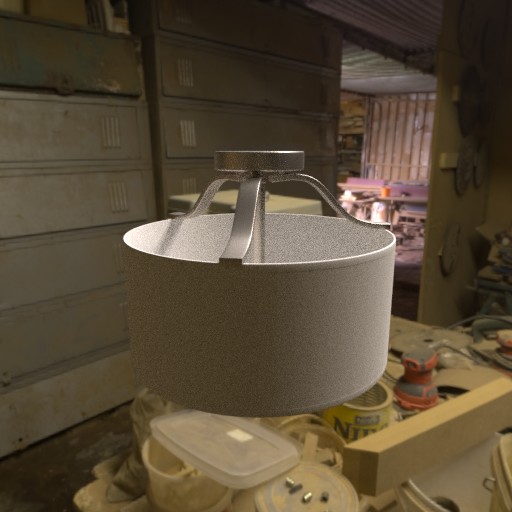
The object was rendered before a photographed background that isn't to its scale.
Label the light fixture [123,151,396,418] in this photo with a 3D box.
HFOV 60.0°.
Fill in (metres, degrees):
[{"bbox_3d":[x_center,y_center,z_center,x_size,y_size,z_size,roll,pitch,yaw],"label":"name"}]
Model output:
[{"bbox_3d":[0.000,0.000,0.660,0.395,0.304,0.395,0,13,0],"label":"light fixture"}]
